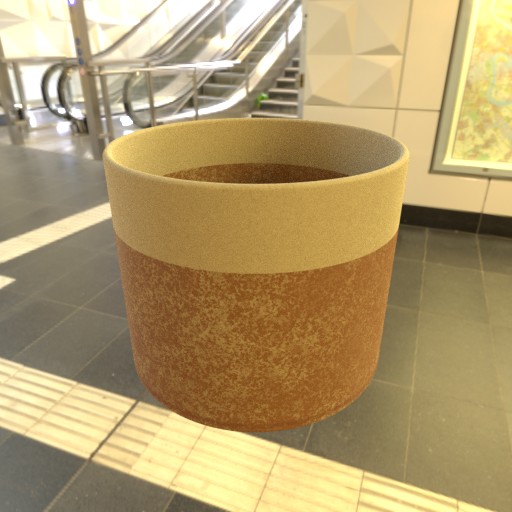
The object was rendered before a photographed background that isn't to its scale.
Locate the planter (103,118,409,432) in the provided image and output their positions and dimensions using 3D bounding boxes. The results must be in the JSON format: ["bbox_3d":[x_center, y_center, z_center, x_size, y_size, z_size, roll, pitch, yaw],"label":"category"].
[{"bbox_3d":[0.000,0.000,0.269,0.159,0.138,0.159,0,26,0],"label":"planter"}]
